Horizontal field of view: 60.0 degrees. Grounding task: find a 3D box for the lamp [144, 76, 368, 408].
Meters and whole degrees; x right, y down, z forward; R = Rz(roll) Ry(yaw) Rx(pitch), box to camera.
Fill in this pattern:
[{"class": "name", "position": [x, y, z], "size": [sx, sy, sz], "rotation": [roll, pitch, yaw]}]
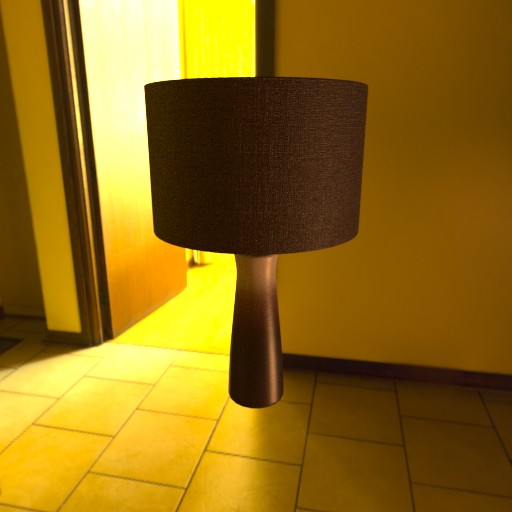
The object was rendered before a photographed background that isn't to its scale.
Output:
[{"class": "lamp", "position": [0.000, 0.000, 0.685], "size": [0.303, 0.488, 0.303], "rotation": [0, 17, 0]}]
